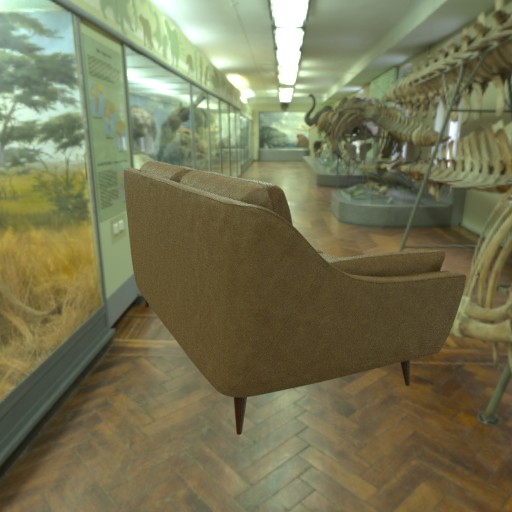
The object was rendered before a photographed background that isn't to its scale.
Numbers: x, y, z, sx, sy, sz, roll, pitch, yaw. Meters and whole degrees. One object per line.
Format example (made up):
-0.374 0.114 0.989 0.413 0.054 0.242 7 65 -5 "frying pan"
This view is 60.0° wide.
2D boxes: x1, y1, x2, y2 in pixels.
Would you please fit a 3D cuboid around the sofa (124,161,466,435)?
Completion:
0.000 0.000 2.229 0.981 0.886 1.731 -8 17 -26 "sofa"
